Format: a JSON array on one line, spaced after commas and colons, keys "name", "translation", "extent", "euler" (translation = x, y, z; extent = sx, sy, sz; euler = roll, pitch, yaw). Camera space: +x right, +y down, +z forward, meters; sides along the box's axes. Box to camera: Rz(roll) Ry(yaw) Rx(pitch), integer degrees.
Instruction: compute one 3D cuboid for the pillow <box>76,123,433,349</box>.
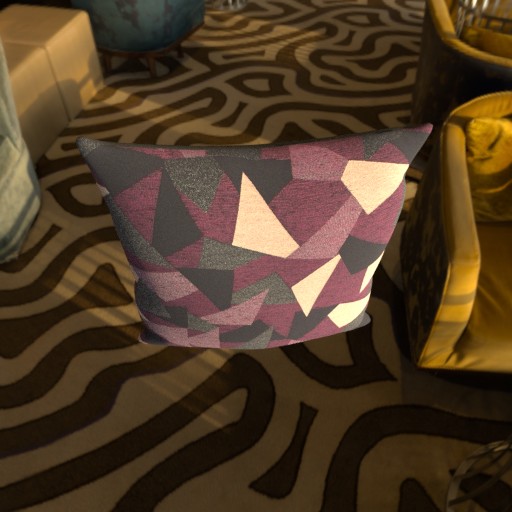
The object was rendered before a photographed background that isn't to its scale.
[{"name": "pillow", "translation": [0.000, 0.000, 0.775], "extent": [0.503, 0.496, 0.208], "euler": [-4, 48, -4]}]
